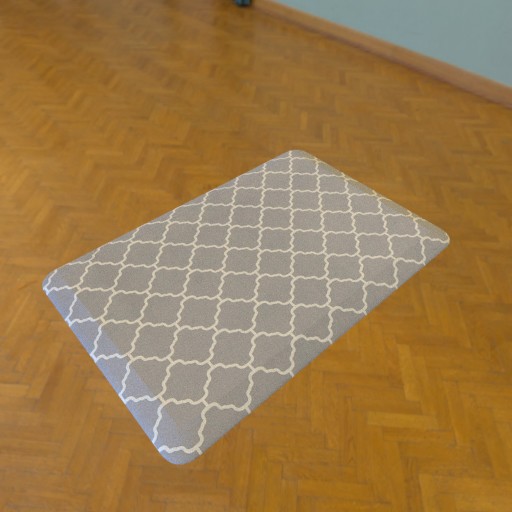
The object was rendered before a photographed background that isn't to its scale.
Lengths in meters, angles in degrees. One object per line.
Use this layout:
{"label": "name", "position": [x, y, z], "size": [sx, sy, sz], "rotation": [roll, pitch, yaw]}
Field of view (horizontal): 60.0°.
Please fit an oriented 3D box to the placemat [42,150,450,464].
{"label": "placemat", "position": [0.000, 0.000, 0.953], "size": [0.762, 0.021, 0.508], "rotation": [-32, 54, -28]}
